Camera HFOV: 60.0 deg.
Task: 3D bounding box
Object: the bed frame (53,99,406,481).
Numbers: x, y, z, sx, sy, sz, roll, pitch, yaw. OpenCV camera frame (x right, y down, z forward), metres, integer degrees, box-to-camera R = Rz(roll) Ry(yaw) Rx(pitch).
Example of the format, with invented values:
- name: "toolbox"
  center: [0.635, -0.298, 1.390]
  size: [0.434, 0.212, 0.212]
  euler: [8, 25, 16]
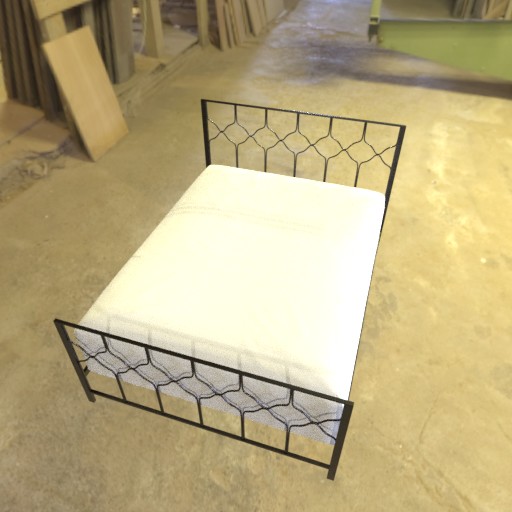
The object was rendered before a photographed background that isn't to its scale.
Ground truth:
- name: "bed frame"
  center: [0.000, 0.000, 3.026]
  size: [1.597, 1.222, 2.063]
  euler: [12, 42, 14]
